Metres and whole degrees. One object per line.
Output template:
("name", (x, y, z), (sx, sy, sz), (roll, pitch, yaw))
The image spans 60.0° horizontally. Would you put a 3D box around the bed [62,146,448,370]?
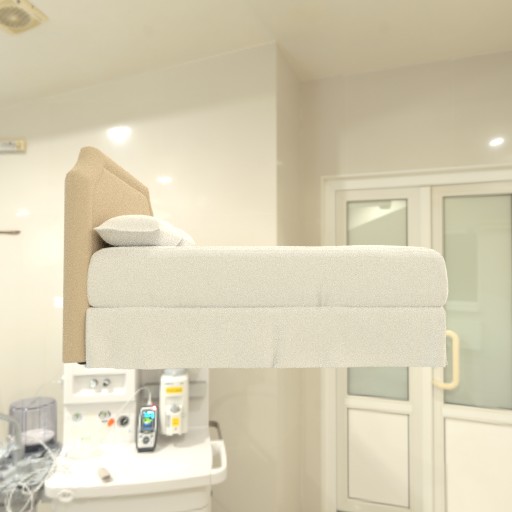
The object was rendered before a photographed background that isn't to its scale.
("bed", (0.000, 0.000, 3.909), (2.548, 1.524, 2.134), (0, -1, -1))
